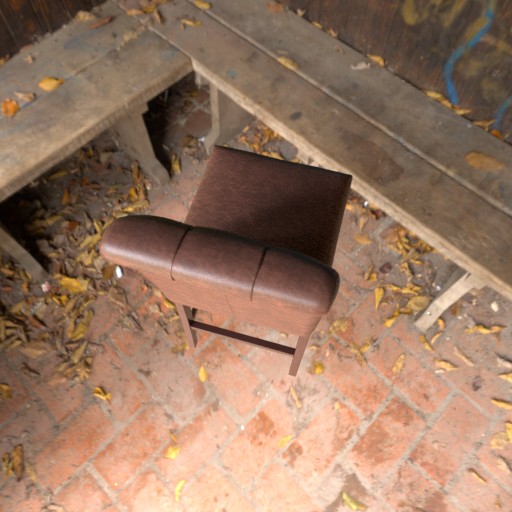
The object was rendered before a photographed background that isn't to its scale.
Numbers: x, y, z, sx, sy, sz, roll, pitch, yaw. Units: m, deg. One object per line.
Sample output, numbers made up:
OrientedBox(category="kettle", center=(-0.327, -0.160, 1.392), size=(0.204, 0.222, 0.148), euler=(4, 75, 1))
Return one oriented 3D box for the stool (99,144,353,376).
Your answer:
OrientedBox(category="stool", center=(0.000, 0.000, 1.428), size=(0.486, 1.084, 0.660), euler=(14, 65, 7))
